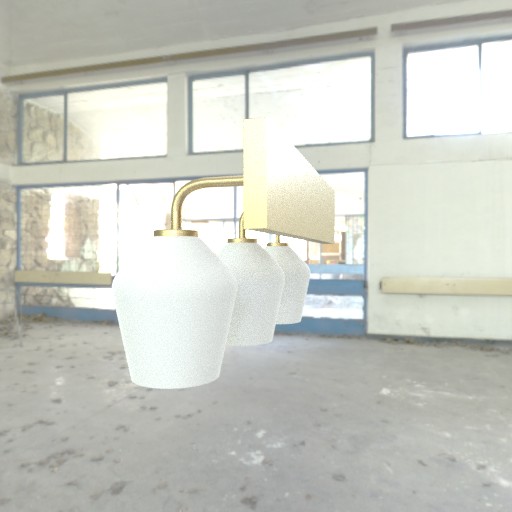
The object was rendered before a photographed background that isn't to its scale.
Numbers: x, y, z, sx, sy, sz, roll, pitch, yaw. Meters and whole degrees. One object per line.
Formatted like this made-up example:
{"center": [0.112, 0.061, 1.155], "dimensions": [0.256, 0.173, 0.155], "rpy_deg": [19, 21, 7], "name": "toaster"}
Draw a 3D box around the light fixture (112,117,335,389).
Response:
{"center": [0.000, 0.000, 0.730], "dimensions": [0.190, 0.280, 0.609], "rpy_deg": [0, 0, 17], "name": "light fixture"}
